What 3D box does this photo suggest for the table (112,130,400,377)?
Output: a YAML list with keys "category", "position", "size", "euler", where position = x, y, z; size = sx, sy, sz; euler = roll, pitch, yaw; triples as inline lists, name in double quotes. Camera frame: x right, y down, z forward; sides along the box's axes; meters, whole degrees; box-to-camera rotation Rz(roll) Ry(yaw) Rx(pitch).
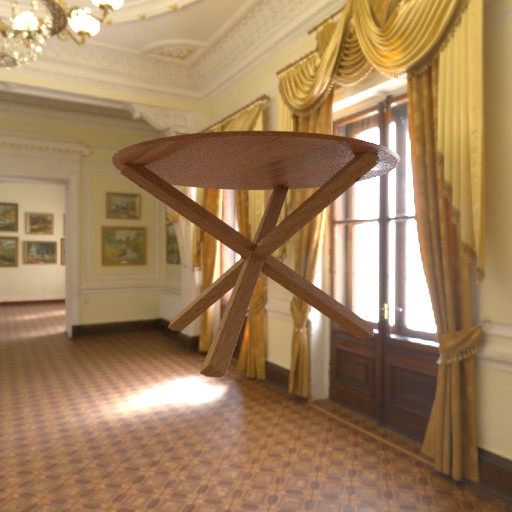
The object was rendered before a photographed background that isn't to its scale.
- category: "table"
  position: [0.000, 0.000, 1.678]
  size: [1.038, 0.666, 1.038]
  euler: [0, 1, 0]
